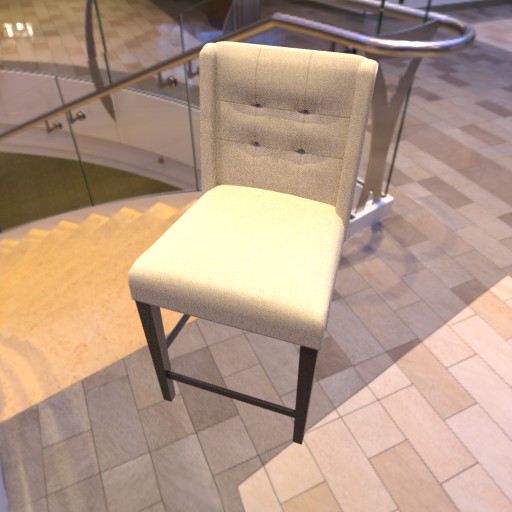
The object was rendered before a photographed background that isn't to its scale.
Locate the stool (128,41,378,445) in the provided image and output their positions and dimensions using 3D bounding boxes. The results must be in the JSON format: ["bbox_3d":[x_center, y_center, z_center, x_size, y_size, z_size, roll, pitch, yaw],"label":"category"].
[{"bbox_3d":[0.000,0.000,1.207,0.474,0.939,0.509,13,43,14],"label":"stool"}]
